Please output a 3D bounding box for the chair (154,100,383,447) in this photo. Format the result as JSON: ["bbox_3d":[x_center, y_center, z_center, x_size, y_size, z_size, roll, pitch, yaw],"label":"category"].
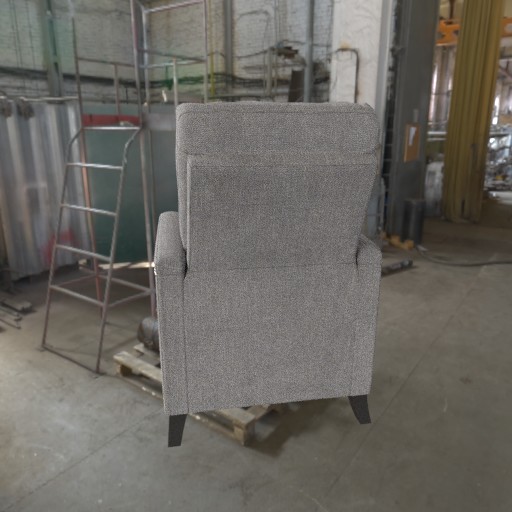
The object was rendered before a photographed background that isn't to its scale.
[{"bbox_3d":[0.000,0.000,1.640,0.710,1.049,0.922,-3,16,-10],"label":"chair"}]
